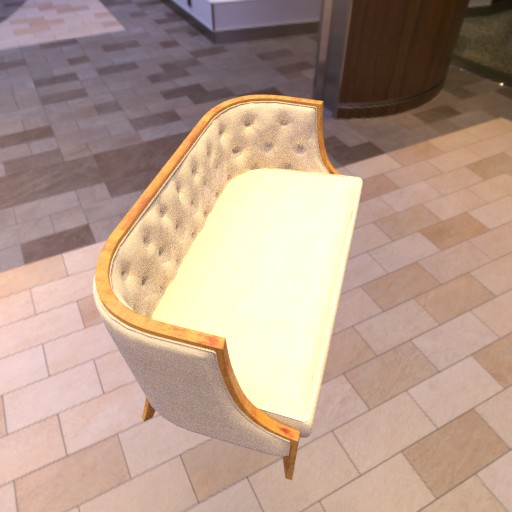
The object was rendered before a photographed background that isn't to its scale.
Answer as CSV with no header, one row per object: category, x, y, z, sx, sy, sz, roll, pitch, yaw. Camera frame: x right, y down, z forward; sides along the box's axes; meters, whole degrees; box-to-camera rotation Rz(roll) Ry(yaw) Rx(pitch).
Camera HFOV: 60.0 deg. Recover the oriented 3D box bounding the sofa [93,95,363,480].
sofa,0.000,0.000,1.923,0.770,0.775,1.474,12,46,12
